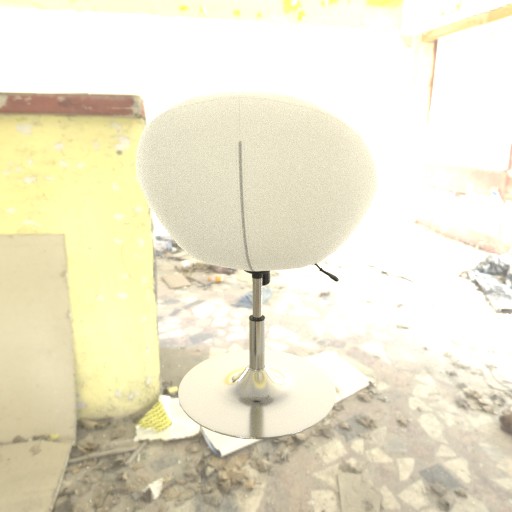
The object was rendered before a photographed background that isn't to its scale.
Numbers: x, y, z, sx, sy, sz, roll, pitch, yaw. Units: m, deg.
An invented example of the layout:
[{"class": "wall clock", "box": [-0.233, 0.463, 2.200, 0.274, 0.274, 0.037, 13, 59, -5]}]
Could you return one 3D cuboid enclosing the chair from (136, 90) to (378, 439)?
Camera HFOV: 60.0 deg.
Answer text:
[{"class": "chair", "box": [0.000, 0.000, 1.856, 0.940, 1.261, 0.736, 2, 17, 8]}]
